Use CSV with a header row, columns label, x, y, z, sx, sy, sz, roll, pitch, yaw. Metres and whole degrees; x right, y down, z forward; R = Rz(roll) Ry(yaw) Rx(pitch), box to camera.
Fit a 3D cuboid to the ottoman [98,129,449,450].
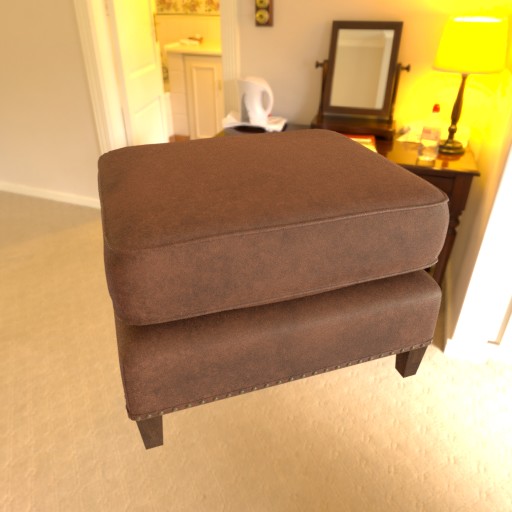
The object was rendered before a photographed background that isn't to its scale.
label,x,y,z,sx,sy,sz,roll,pitch,yaw
ottoman,0.000,0.000,1.143,0.738,0.537,0.589,-10,32,-16
